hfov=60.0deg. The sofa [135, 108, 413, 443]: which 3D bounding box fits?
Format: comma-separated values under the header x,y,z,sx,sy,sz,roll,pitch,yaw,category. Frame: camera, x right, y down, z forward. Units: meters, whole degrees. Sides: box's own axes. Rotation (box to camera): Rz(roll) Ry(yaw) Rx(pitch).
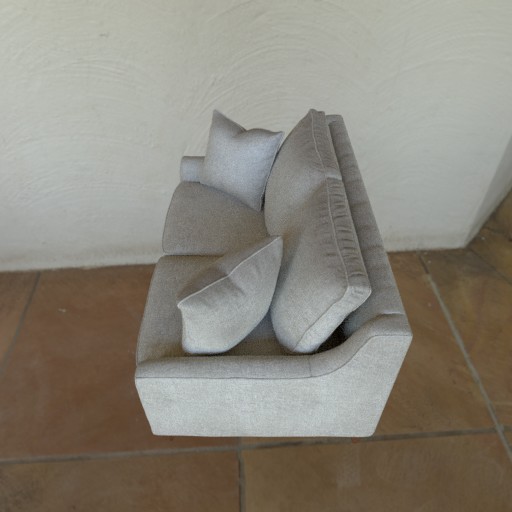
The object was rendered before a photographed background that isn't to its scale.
x,y,z,sx,sy,sz,roll,pitch,yaw,category
0.000,0.000,2.022,0.915,0.863,1.422,0,44,0,sofa
